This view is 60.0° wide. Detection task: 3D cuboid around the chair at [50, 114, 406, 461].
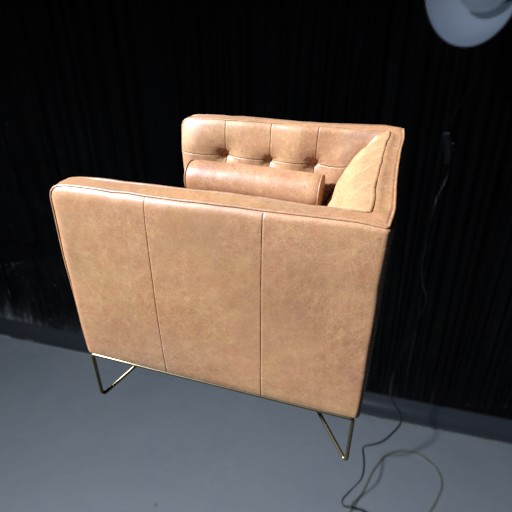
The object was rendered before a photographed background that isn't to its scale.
[{"bbox_3d":[0.000,0.000,1.617,0.912,0.797,0.920,9,31,15],"label":"chair"}]
